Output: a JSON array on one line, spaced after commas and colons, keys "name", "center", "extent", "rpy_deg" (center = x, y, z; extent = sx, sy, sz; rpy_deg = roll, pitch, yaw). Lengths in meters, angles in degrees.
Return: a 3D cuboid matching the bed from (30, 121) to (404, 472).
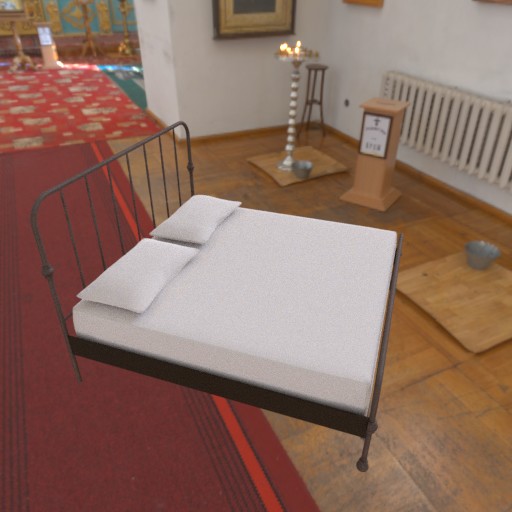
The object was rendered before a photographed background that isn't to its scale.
[{"name": "bed", "center": [0.000, 0.000, 3.387], "extent": [2.134, 1.446, 2.044], "rpy_deg": [10, 33, 17]}]
